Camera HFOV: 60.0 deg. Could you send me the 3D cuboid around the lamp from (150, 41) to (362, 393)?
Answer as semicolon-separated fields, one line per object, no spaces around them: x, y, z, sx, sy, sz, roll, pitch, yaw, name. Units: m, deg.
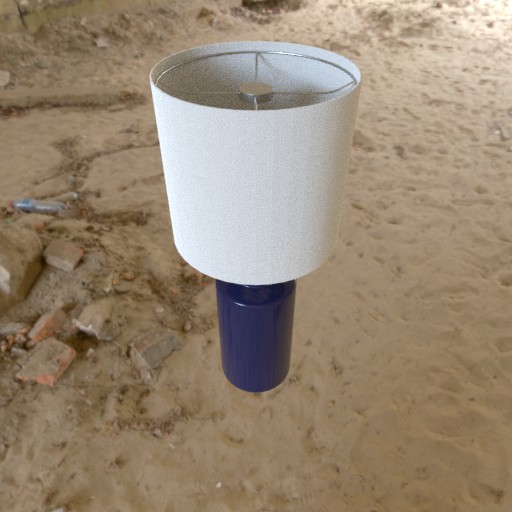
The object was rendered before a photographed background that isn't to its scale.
0.000;0.000;0.607;0.212;0.493;0.212;0;40;0;lamp
